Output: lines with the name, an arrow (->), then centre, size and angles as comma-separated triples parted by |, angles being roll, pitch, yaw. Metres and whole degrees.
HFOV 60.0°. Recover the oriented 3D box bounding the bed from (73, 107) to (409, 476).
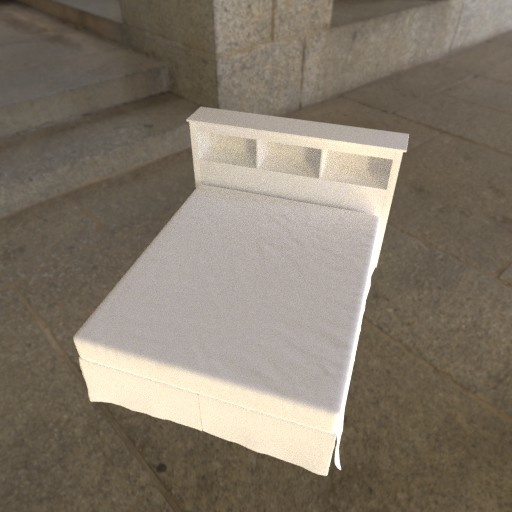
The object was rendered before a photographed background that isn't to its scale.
bed -> 0.000, 0.000, 3.042 | 1.671, 1.092, 2.133 | 12, 41, 14
